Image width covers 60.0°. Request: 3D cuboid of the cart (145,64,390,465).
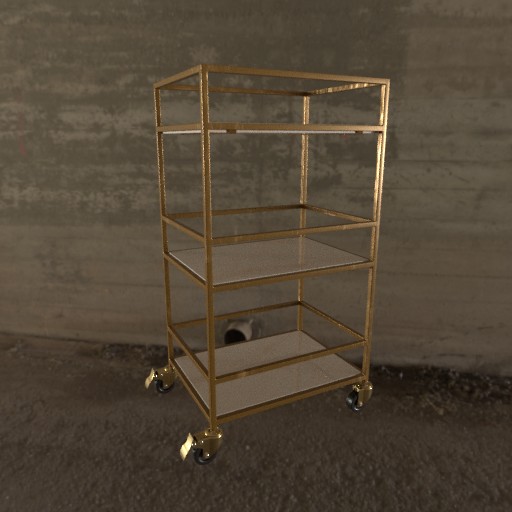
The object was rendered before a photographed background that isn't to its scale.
[{"bbox_3d":[0.000,0.000,1.027,0.483,0.761,0.332,-7,17,-26],"label":"cart"}]
